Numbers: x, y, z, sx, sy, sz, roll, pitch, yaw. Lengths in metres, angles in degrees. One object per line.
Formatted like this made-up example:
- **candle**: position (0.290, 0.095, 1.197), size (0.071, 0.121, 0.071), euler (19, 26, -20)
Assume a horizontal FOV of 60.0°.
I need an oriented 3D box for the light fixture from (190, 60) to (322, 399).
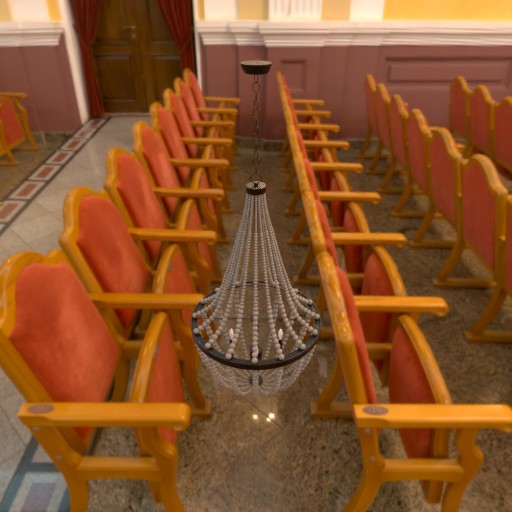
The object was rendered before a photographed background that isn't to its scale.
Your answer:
- **light fixture**: position (0.000, 0.000, 1.404), size (0.450, 1.133, 0.450), euler (0, 31, 0)
